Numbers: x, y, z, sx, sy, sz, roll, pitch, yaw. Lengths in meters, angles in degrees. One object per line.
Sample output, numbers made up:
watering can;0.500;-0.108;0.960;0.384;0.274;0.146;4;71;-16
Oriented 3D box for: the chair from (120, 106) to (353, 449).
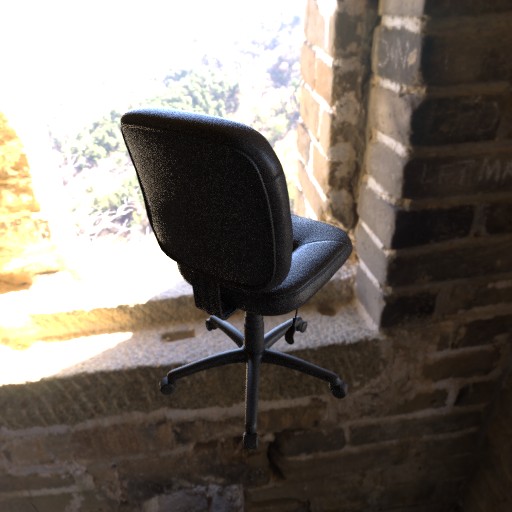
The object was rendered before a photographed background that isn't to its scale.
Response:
chair;0.000;0.000;1.385;0.647;0.959;0.646;20;35;32
